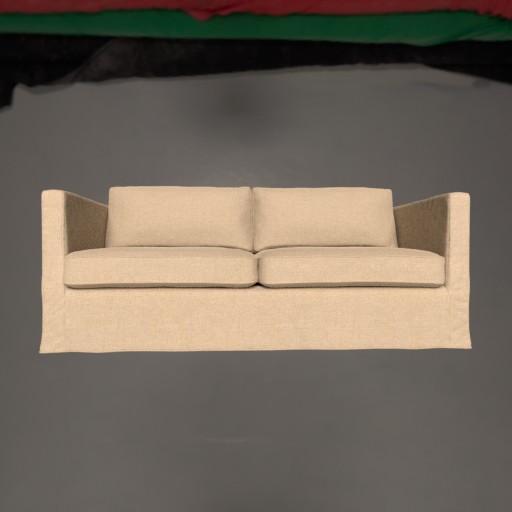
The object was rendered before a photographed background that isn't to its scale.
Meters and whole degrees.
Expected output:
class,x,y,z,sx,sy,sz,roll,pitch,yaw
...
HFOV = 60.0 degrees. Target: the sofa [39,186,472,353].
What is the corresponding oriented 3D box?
class,x,y,z,sx,sy,sz,roll,pitch,yaw
sofa,0.000,0.000,2.448,1.987,0.847,0.956,0,1,-3
